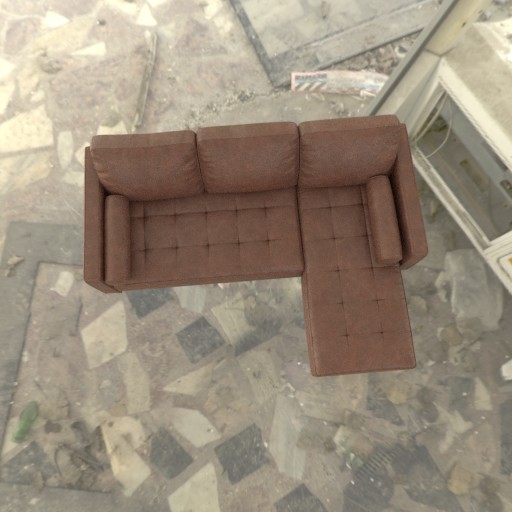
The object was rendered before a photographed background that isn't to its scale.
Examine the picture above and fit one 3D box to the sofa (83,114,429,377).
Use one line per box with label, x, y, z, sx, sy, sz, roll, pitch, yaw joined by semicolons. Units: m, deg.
sofa;0.000;0.000;2.935;2.185;0.841;1.613;-5;76;-1
